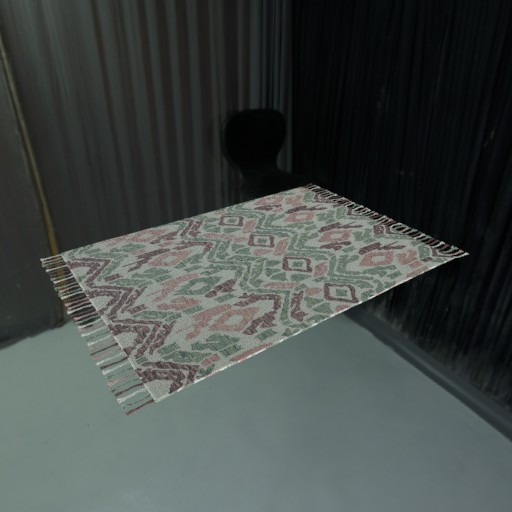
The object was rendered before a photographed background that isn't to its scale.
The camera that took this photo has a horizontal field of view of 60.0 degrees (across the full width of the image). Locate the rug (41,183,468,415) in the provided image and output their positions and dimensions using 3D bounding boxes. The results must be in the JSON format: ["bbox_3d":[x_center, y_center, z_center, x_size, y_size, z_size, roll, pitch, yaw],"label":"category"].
[{"bbox_3d":[0.000,0.000,2.254,1.829,0.010,1.219,-19,35,-30],"label":"rug"}]
